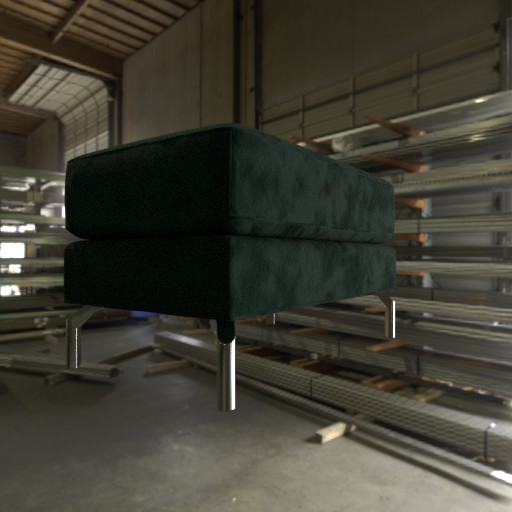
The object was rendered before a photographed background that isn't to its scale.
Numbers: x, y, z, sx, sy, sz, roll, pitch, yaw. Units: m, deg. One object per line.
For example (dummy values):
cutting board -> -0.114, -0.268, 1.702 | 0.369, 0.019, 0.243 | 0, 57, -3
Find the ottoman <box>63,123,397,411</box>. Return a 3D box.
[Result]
ottoman -> 0.000, 0.000, 1.259 | 0.536, 0.533, 0.886 | 0, 0, 36
